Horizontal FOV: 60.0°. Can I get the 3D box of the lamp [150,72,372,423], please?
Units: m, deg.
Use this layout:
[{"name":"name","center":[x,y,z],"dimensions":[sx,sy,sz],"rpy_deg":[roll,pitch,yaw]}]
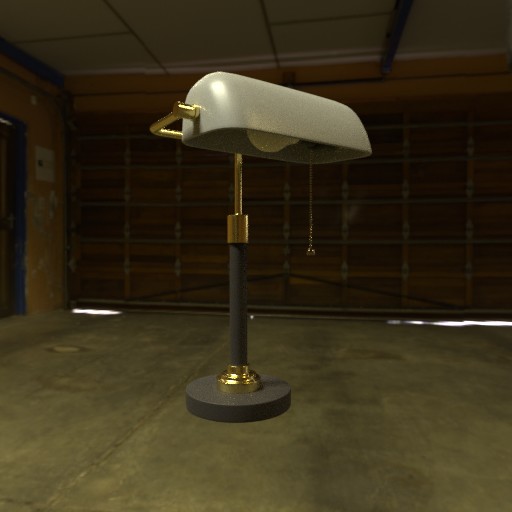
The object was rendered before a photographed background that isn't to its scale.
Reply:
[{"name":"lamp","center":[0.000,0.000,0.572],"dimensions":[0.269,0.404,0.227],"rpy_deg":[-1,1,-35]}]
